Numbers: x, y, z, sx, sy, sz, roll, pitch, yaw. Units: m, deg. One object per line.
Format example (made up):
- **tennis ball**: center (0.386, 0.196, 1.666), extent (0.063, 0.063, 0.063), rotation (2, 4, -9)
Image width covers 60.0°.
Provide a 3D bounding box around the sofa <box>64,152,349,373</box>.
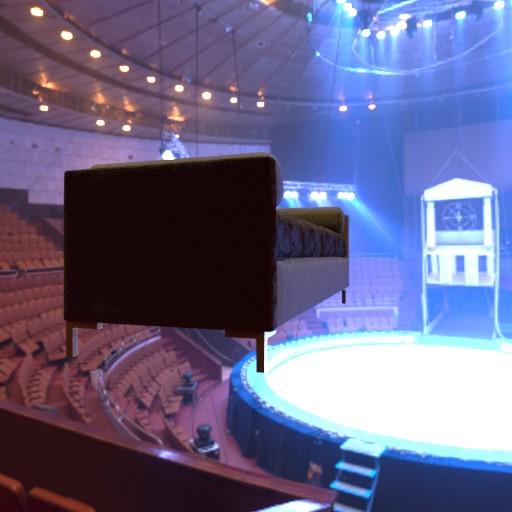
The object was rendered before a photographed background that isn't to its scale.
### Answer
- **sofa**: center (0.000, 0.000, 2.427), extent (0.796, 0.705, 2.102), rotation (0, 0, 18)
